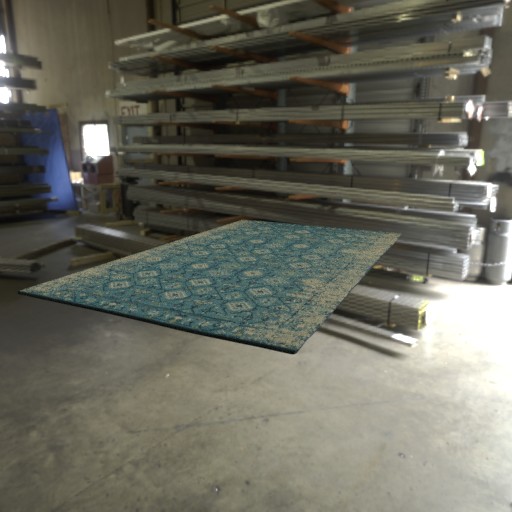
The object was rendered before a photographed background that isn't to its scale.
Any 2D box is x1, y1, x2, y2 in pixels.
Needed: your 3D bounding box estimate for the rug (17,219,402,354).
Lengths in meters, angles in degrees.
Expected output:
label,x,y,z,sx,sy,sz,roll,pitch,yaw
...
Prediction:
label,x,y,z,sx,sy,sz,roll,pitch,yaw
rug,0.000,0.000,2.982,1.530,0.015,2.449,7,16,26
